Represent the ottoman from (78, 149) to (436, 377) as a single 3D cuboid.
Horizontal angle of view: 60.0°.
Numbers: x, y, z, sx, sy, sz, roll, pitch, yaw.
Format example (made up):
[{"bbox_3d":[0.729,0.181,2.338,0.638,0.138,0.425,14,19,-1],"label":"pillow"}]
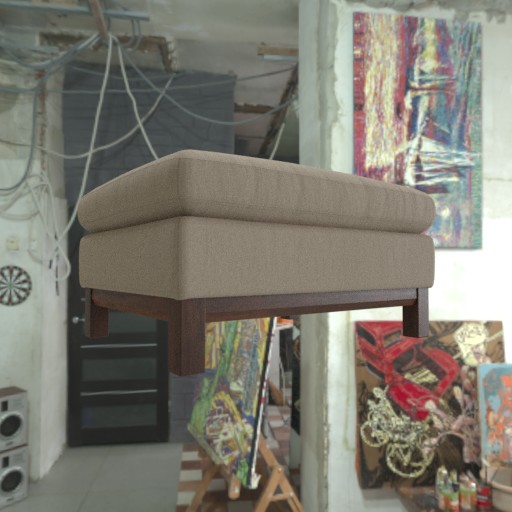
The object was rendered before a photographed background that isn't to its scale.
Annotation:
[{"bbox_3d":[0.000,0.000,1.162,0.771,0.420,0.606,1,-2,-37],"label":"ottoman"}]
